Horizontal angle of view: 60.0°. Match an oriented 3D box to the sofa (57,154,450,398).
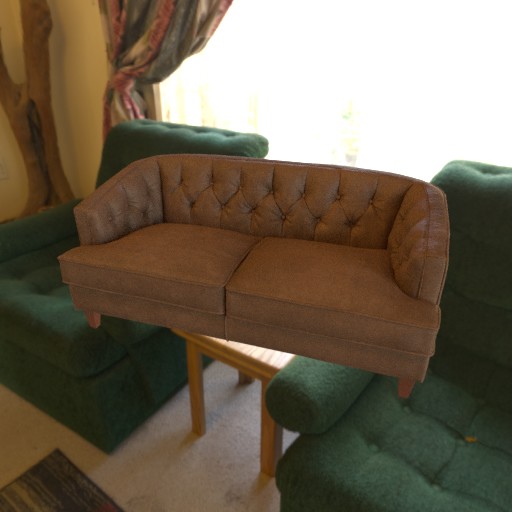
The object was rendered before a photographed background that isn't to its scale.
[{"bbox_3d":[0.000,0.000,2.284,1.767,0.799,0.917,9,28,17],"label":"sofa"}]
